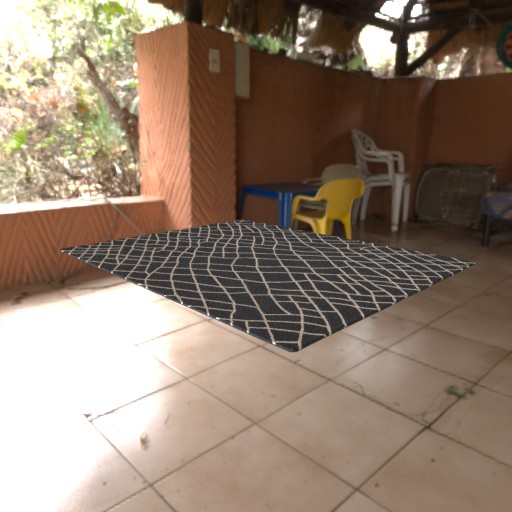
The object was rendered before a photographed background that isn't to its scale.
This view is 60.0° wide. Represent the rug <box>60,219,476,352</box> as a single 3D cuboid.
[{"bbox_3d":[0.000,0.000,4.114,2.439,0.022,3.047,-14,20,-42],"label":"rug"}]
